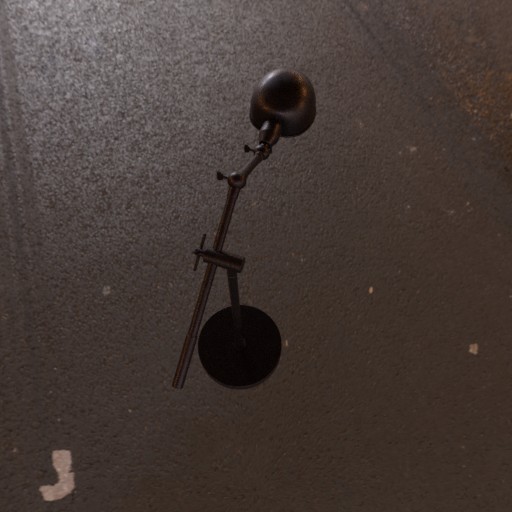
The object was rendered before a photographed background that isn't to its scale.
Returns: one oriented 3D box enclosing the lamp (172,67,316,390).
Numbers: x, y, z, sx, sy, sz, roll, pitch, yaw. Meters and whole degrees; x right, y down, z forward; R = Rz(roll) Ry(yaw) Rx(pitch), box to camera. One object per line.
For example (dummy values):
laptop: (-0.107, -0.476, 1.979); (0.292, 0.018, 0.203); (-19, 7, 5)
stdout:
lamp: (0.000, 0.000, 0.832); (0.185, 0.495, 0.567); (17, 63, 9)
